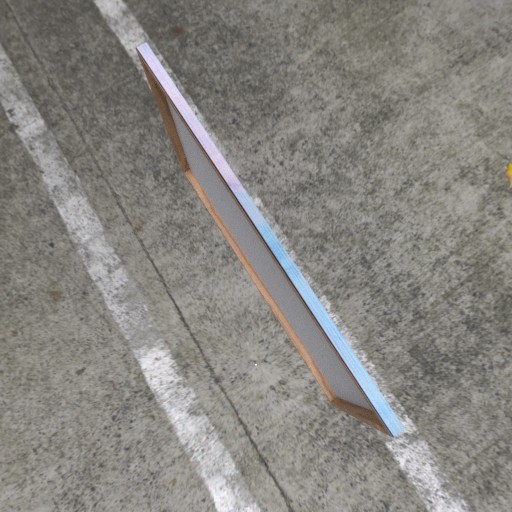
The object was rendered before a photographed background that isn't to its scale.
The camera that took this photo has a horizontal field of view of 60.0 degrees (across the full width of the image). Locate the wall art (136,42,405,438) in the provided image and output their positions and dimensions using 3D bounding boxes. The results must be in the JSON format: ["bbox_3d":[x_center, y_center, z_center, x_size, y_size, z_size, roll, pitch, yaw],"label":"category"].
[{"bbox_3d":[0.000,0.000,0.756,0.018,0.402,0.604,-32,78,-7],"label":"wall art"}]
